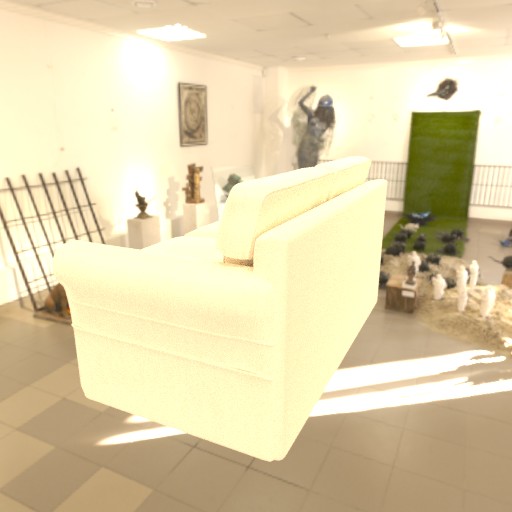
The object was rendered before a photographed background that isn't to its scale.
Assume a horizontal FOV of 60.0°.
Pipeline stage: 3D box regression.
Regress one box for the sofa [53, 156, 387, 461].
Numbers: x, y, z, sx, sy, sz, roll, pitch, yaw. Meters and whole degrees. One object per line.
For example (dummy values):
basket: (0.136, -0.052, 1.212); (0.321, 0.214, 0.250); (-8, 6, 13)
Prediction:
sofa: (0.000, 0.000, 2.290); (0.991, 0.940, 1.727); (8, 18, 25)
